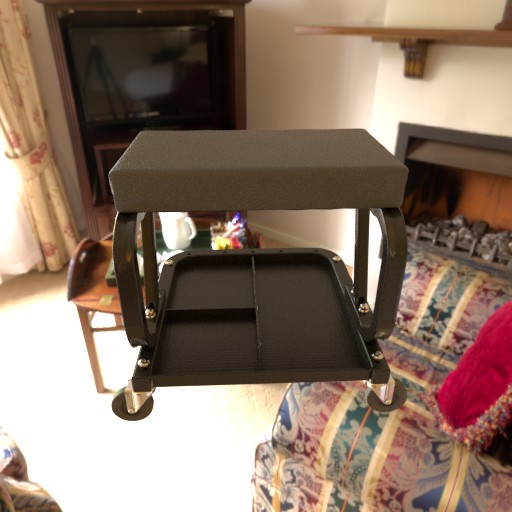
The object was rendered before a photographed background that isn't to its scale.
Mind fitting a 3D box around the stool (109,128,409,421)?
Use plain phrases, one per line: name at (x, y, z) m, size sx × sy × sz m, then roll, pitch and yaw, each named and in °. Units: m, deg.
stool at (0.000, 0.000, 0.737) m, size 0.446 × 0.380 × 0.371 m, roll -1°, pitch 29°, yaw -2°
